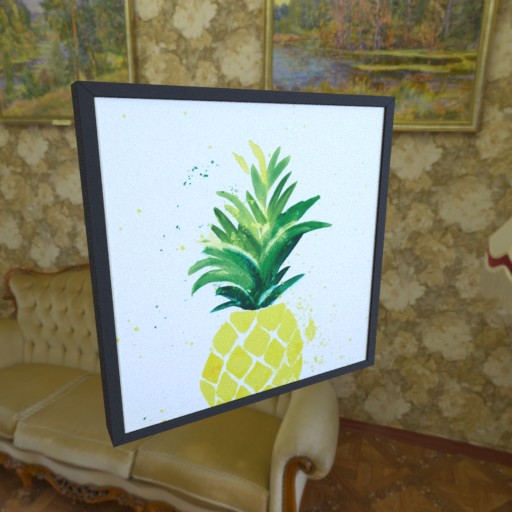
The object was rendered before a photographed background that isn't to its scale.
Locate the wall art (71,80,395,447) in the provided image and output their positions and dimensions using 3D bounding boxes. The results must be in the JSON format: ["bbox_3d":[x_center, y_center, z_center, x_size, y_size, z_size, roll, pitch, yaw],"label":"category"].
[{"bbox_3d":[0.000,0.000,0.436,0.305,0.304,0.033,-8,18,-27],"label":"wall art"}]
